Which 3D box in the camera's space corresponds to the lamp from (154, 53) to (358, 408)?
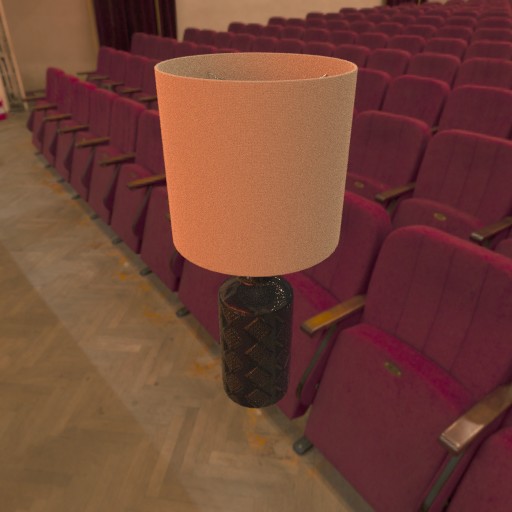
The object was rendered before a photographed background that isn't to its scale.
[{"bbox_3d":[0.000,0.000,0.576,0.207,0.461,0.207,-20,36,-29],"label":"lamp"}]
